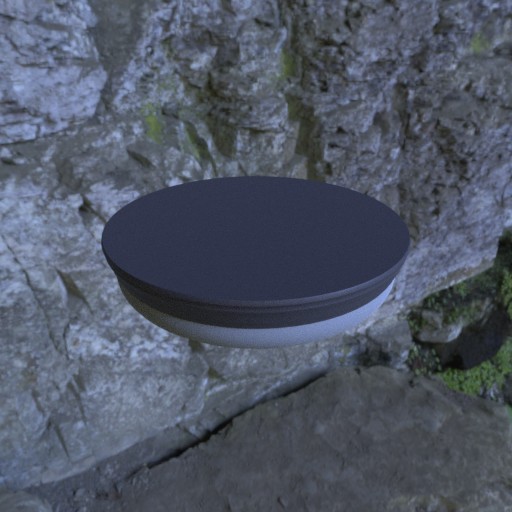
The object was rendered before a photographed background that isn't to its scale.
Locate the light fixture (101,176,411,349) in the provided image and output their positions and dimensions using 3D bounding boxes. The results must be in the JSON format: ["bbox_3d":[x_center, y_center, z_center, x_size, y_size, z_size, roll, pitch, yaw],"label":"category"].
[{"bbox_3d":[0.000,0.000,0.572,0.368,0.100,0.368,0,27,0],"label":"light fixture"}]
